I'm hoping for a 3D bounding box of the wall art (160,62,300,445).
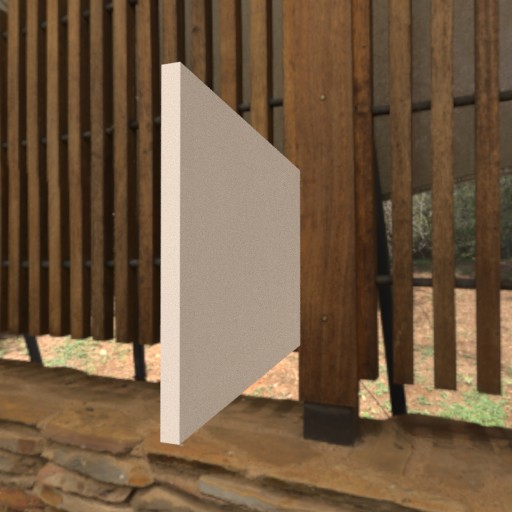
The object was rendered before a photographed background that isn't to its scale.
[{"bbox_3d":[0.000,0.000,1.673,0.051,0.902,1.308,0,-1,18],"label":"wall art"}]
